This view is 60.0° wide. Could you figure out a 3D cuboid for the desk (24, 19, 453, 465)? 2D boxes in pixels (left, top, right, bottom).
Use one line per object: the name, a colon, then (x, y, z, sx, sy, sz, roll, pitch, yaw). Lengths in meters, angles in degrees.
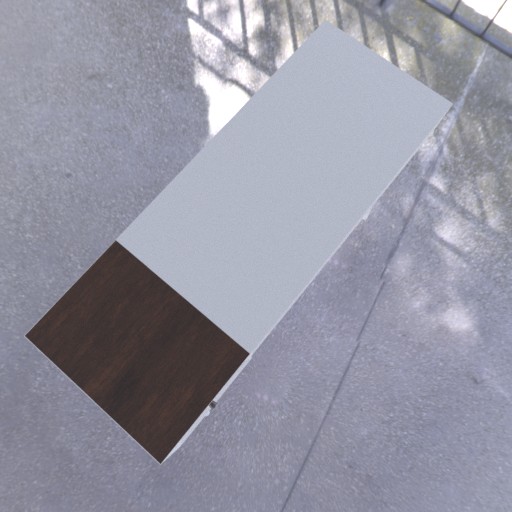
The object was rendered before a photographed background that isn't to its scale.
desk: (0.000, 0.000, 1.392, 0.409, 0.761, 1.069, 39, 78, 10)
